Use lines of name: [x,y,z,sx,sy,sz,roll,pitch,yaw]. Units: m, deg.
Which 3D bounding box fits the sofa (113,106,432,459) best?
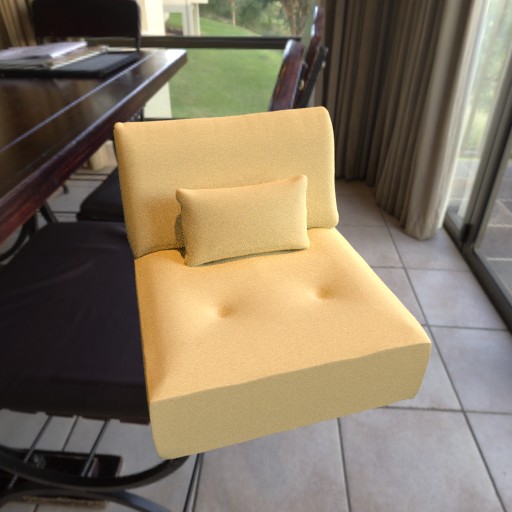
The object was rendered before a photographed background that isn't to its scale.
sofa: [0.000,0.000,1.679,0.930,0.820,1.000,-9,34,-13]
